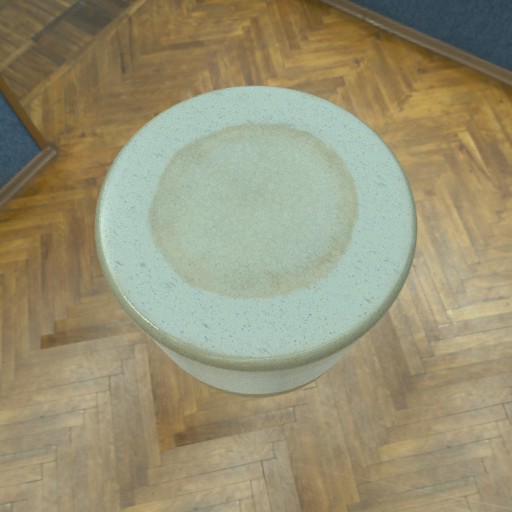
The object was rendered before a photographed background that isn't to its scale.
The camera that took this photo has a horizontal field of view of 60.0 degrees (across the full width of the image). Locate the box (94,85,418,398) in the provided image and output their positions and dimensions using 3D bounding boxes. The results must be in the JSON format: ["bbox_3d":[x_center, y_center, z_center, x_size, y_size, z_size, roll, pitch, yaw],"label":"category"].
[{"bbox_3d":[0.000,0.000,0.264,0.154,0.123,0.154,0,66,0],"label":"box"}]
